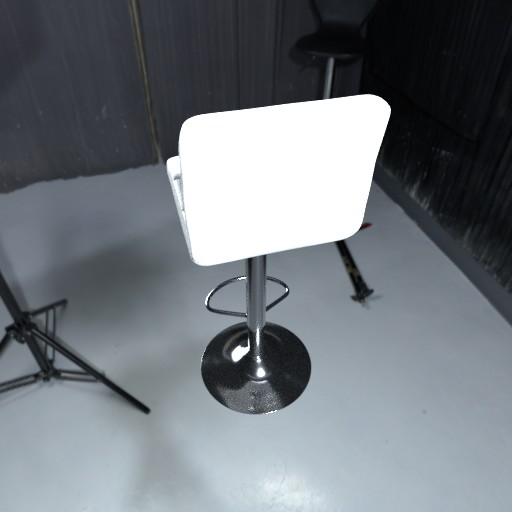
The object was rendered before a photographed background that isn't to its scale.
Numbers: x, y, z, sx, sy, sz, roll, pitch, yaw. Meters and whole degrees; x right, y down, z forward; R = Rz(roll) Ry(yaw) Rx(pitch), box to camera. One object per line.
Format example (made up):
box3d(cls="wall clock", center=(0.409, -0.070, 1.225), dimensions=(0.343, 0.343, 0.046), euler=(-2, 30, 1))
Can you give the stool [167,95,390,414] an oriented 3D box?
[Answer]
box3d(cls="stool", center=(0.000, 0.000, 1.346), dimensions=(0.430, 1.115, 0.505), euler=(-11, 43, -12))
